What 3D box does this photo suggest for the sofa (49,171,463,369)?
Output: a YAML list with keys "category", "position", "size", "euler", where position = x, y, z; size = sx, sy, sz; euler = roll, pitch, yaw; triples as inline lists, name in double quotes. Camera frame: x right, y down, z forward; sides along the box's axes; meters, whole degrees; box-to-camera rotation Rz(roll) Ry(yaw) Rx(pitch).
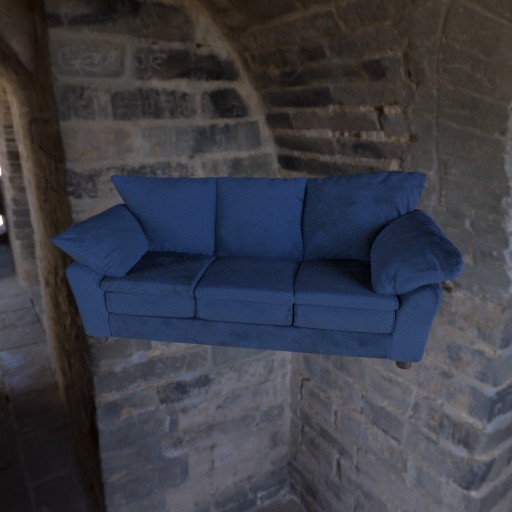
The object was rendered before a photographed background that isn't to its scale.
- category: "sofa"
  position: [0.000, 0.000, 2.937]
  size: [2.390, 1.091, 0.907]
  euler: [3, 17, 9]
